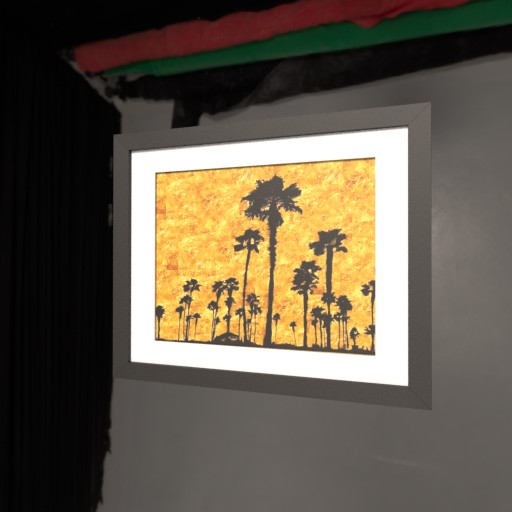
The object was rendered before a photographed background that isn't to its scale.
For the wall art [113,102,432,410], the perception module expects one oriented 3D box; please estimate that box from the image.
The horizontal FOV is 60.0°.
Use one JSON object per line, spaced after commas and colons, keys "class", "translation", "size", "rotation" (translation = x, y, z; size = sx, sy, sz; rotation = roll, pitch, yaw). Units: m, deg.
{"class": "wall art", "translation": [0.000, 0.000, 0.762], "size": [0.561, 0.460, 0.028], "rotation": [0, 0, 19]}
